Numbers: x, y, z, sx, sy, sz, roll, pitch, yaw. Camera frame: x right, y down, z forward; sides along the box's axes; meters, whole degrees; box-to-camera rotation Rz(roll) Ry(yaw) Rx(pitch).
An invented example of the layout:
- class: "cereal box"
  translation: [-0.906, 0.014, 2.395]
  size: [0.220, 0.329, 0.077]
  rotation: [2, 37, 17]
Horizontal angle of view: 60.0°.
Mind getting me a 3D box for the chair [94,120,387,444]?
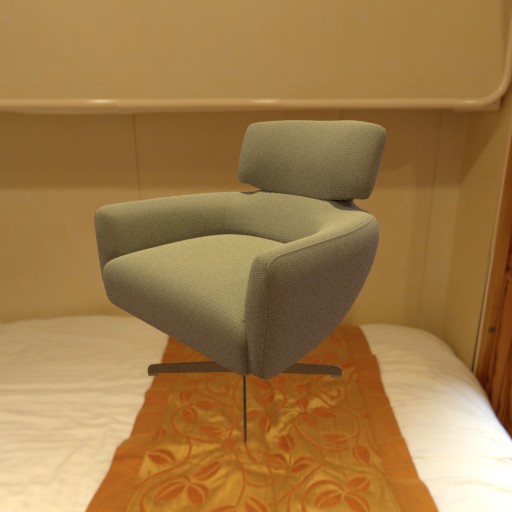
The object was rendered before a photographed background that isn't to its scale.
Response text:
- class: "chair"
  translation: [0.000, 0.000, 1.386]
  size: [0.760, 0.810, 0.730]
  rotation: [16, 23, 42]
